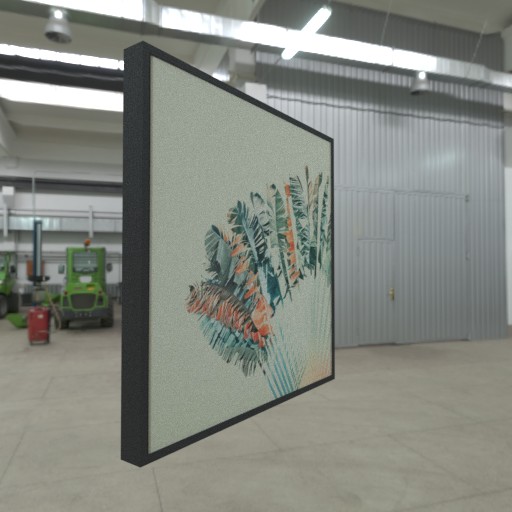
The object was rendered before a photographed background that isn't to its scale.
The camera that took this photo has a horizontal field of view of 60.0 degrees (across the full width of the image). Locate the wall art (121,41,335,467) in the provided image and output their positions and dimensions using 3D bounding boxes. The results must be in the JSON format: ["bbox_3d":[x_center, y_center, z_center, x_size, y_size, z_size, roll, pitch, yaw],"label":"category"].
[{"bbox_3d":[0.000,0.000,0.742,0.037,0.507,0.509,-1,-2,36],"label":"wall art"}]
